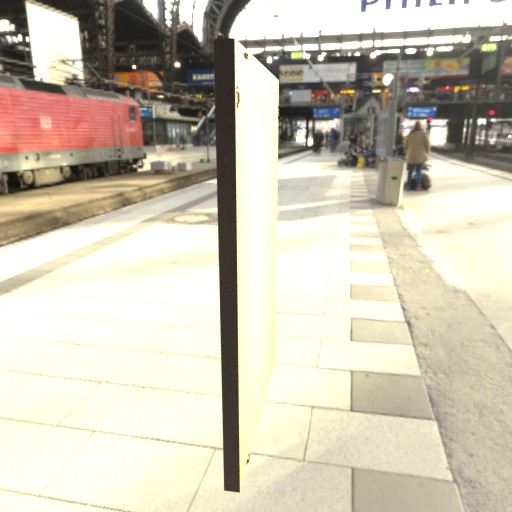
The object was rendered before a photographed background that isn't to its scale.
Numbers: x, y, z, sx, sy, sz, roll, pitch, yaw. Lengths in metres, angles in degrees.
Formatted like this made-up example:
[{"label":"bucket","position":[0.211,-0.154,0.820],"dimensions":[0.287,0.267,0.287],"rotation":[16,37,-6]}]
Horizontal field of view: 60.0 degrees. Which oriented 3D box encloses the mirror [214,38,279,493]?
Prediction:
[{"label":"mirror","position":[0.000,0.000,1.146],"dimensions":[0.041,0.915,0.609],"rotation":[3,16,9]}]
